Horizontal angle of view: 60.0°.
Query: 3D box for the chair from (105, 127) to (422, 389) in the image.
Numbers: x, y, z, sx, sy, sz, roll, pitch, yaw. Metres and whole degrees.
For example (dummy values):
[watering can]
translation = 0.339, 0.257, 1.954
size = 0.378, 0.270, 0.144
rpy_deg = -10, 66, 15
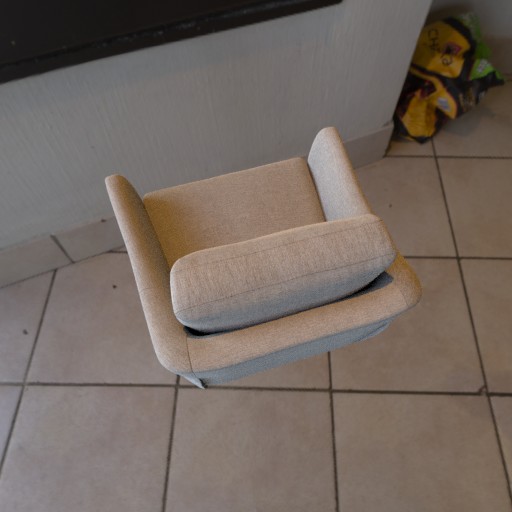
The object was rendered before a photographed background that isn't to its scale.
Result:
[chair]
translation = 0.000, 0.000, 1.733
size = 0.986, 0.902, 0.961
rpy_deg = -15, 61, -8
